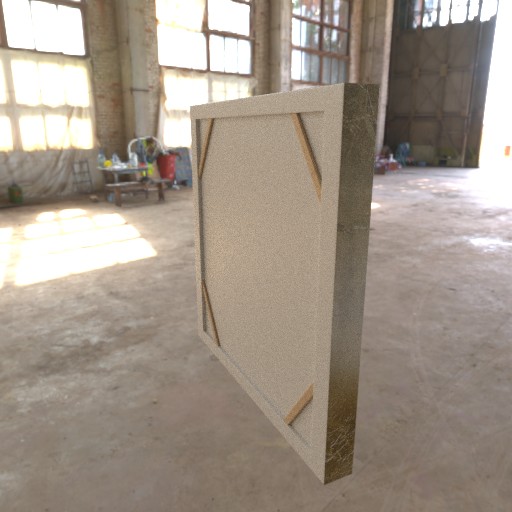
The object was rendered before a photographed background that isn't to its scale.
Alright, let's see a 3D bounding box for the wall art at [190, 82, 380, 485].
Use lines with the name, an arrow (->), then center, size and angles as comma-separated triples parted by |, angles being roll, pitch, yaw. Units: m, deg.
wall art -> 0.000, 0.000, 0.605 | 0.038, 0.407, 0.405 | -8, 18, -25
